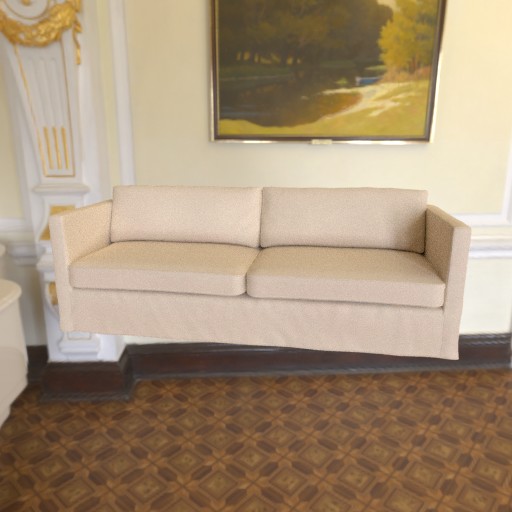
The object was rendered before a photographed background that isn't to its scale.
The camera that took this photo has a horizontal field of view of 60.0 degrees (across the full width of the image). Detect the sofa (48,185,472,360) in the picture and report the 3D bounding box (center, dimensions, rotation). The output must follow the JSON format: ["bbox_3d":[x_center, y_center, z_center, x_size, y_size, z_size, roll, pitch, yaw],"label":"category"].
[{"bbox_3d":[0.000,0.000,3.360,2.779,0.999,1.036,2,15,9],"label":"sofa"}]
